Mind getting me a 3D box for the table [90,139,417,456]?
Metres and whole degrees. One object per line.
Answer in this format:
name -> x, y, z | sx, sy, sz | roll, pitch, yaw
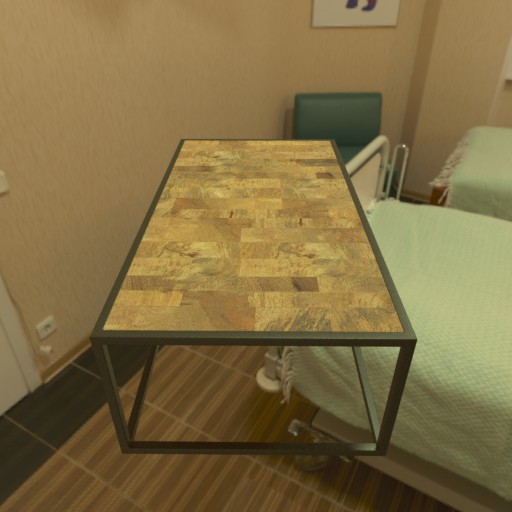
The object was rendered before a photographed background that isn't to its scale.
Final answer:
table -> 0.000, 0.000, 1.484 | 0.649, 0.398, 1.199 | 0, 33, 0
